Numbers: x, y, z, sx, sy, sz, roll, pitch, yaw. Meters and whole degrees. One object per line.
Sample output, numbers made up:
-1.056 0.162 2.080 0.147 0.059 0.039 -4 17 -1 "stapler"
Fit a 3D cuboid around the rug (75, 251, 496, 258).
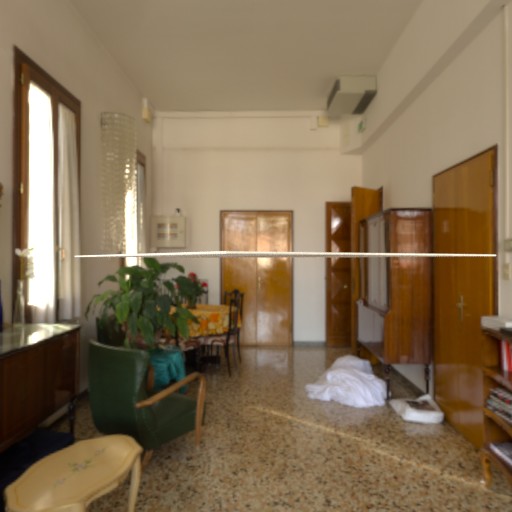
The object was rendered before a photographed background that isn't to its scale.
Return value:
0.000 0.000 3.996 2.438 0.013 3.048 0 -1 -35 "rug"
